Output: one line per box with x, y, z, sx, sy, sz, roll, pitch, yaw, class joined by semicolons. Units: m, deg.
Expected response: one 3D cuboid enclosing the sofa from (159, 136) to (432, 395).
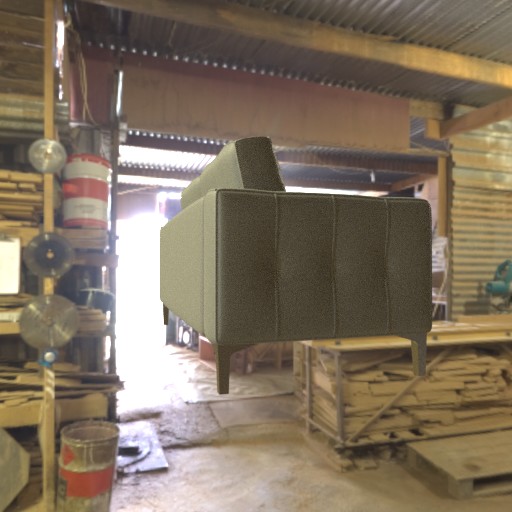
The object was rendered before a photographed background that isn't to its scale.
0.000;0.000;2.287;0.833;0.893;1.726;0;-1;-18;sofa
